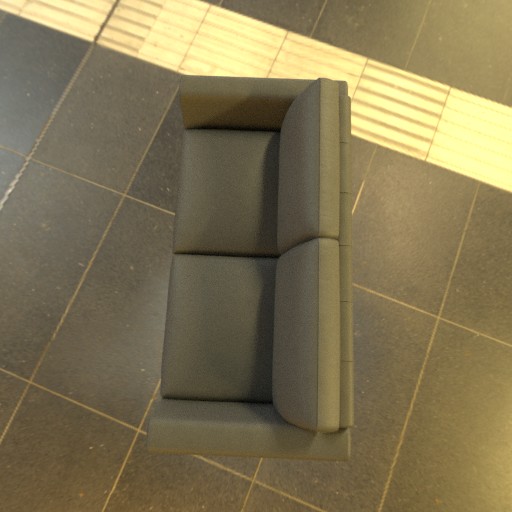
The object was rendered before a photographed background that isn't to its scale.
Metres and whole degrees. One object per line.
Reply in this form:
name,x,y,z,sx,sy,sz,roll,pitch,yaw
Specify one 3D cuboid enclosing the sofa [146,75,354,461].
sofa,0.000,0.000,2.437,0.953,0.875,2.017,2,76,1
